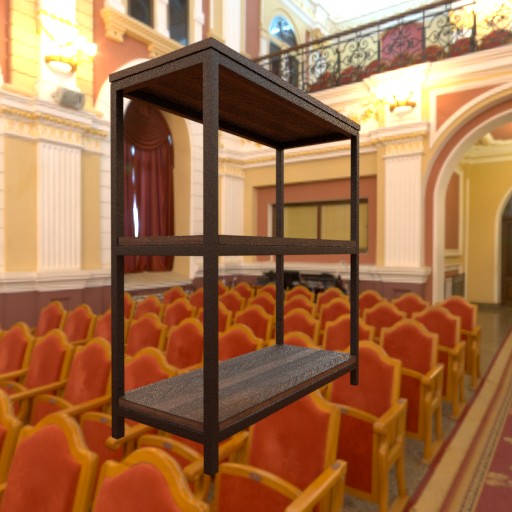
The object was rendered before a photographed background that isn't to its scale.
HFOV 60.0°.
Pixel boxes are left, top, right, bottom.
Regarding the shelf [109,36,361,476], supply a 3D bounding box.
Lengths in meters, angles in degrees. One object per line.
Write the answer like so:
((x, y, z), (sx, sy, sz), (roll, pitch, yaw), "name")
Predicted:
((0.000, 0.000, 1.389), (0.352, 0.947, 0.822), (0, 1, 35), "shelf")
